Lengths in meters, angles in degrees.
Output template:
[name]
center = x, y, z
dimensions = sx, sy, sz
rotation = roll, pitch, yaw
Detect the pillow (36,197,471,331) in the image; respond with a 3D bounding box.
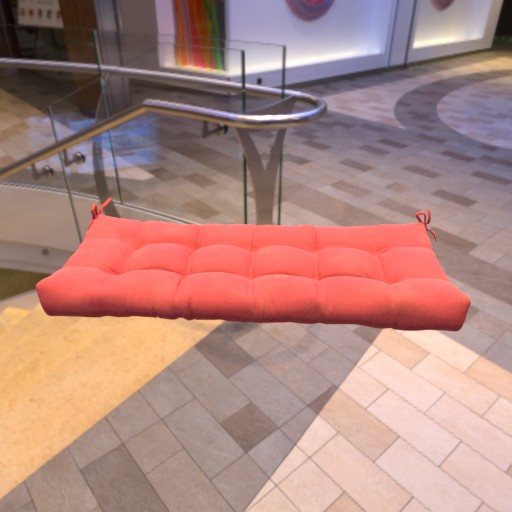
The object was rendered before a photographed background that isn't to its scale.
[pillow]
center = 0.000, 0.000, 1.349
dimensions = 1.194, 0.174, 0.511
rotation = 2, 32, 3
